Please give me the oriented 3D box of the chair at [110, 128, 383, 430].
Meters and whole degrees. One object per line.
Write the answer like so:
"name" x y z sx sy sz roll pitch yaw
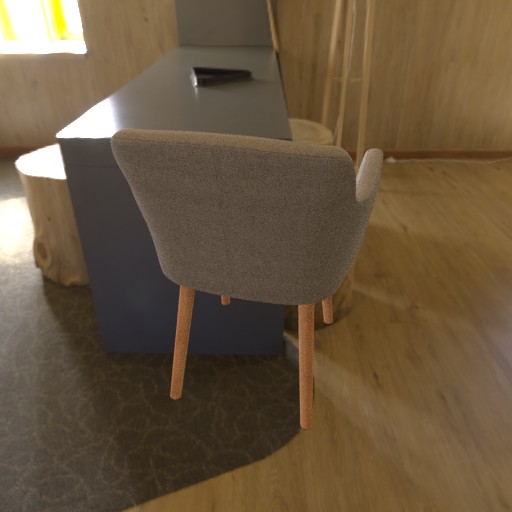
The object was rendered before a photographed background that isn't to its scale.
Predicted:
"chair" 0.000 0.000 1.167 0.570 0.780 0.540 8 33 13
